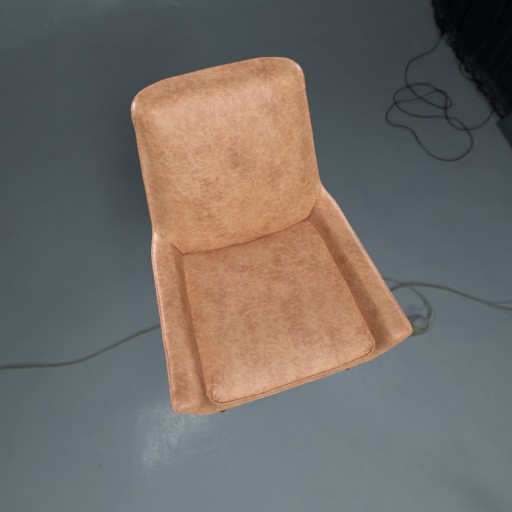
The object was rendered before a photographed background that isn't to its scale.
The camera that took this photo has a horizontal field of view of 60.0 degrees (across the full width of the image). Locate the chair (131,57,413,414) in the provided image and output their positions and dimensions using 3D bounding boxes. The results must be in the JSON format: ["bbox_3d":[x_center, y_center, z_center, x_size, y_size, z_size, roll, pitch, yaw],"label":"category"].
[{"bbox_3d":[0.000,0.000,1.487,0.753,0.883,0.851,-16,65,-8],"label":"chair"}]
